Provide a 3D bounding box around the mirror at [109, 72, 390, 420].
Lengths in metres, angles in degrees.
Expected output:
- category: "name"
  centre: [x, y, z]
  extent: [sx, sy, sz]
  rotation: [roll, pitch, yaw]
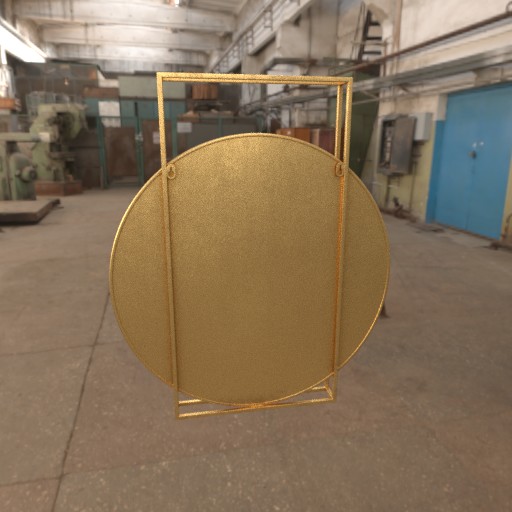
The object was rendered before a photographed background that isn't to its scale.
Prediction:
- category: "mirror"
  centre: [0.000, 0.000, 0.799]
  extent: [0.508, 0.603, 0.051]
  rotation: [-3, 15, -10]
